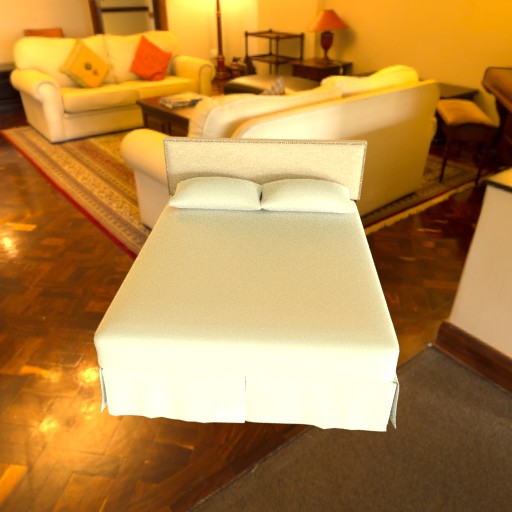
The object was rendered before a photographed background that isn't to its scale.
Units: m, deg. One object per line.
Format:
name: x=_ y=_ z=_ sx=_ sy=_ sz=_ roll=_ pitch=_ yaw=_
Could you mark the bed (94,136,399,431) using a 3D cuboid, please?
bed: x=0.000 y=0.000 z=2.923 sx=1.616 sy=1.016 sz=1.876 roll=2 pitch=31 yaw=3
